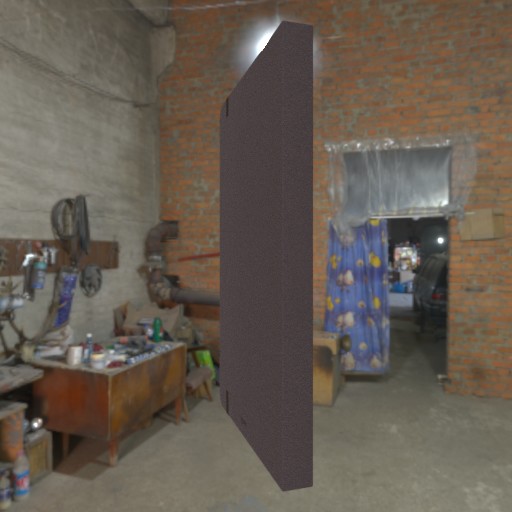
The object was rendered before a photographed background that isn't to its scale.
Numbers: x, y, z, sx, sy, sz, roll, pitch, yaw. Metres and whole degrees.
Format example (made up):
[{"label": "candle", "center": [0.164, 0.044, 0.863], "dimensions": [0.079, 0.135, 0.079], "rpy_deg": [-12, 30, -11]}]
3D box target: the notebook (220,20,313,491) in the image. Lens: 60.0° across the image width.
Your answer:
[{"label": "notebook", "center": [0.000, 0.000, 0.262], "dimensions": [0.016, 0.213, 0.127], "rpy_deg": [0, 0, -18]}]
